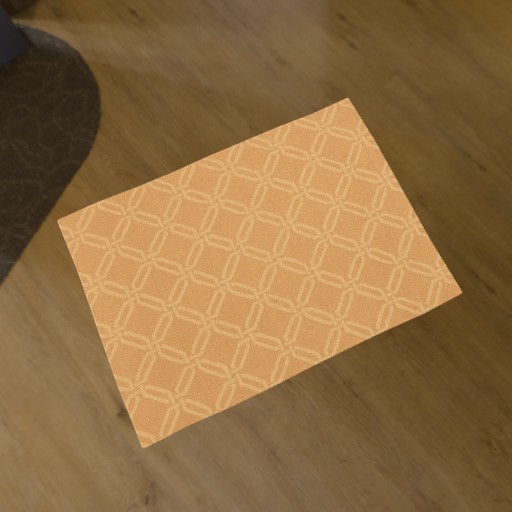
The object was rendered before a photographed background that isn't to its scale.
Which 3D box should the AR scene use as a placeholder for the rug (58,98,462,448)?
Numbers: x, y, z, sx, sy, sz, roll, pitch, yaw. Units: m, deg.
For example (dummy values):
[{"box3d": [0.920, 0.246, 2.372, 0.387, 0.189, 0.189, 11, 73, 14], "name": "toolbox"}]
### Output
[{"box3d": [0.000, 0.000, 2.793, 2.135, 0.013, 1.524, -24, 77, -6], "name": "rug"}]
